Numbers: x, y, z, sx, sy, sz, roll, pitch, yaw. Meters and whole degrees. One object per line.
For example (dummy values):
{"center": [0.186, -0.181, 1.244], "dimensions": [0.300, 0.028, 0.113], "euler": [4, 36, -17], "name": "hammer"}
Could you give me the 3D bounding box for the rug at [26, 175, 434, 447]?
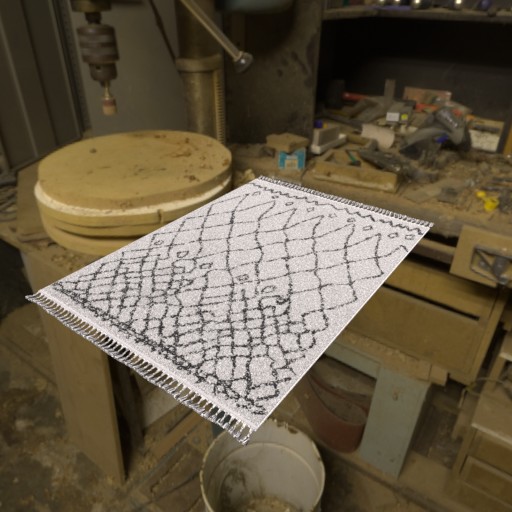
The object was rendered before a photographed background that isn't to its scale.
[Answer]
{"center": [0.000, 0.000, 2.937], "dimensions": [1.613, 0.017, 2.312], "euler": [21, 38, 30], "name": "rug"}
